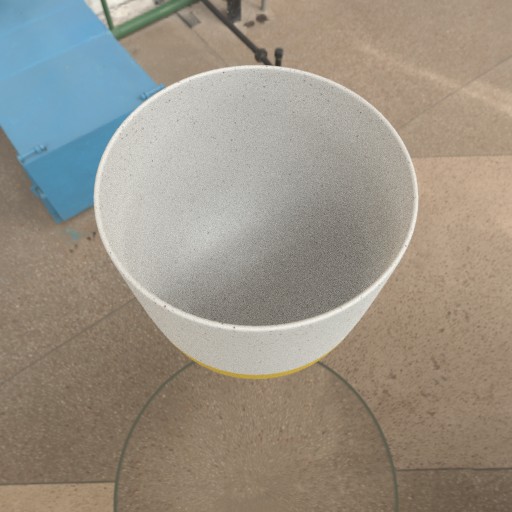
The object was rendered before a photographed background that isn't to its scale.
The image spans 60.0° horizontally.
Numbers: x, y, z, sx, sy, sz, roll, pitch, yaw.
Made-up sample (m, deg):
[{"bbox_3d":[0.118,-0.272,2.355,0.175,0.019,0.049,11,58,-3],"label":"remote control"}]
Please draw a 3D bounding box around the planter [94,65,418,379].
[{"bbox_3d":[0.000,0.000,0.363,0.195,0.214,0.195,0,63,0],"label":"planter"}]
